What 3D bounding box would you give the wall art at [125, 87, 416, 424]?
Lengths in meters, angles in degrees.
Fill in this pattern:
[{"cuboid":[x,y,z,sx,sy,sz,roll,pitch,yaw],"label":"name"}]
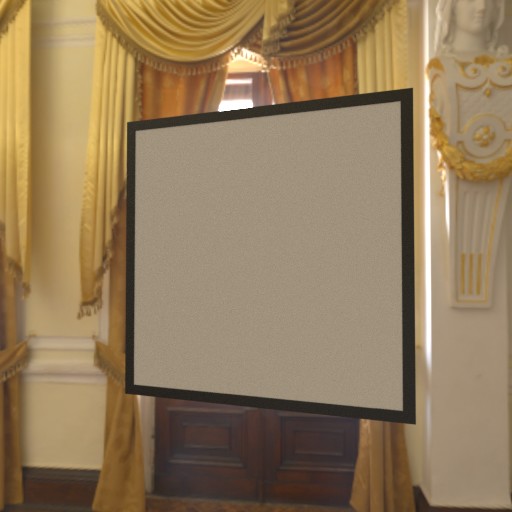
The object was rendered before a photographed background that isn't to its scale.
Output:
[{"cuboid":[0.000,0.000,1.199,0.807,0.807,0.022,0,-1,18],"label":"wall art"}]
